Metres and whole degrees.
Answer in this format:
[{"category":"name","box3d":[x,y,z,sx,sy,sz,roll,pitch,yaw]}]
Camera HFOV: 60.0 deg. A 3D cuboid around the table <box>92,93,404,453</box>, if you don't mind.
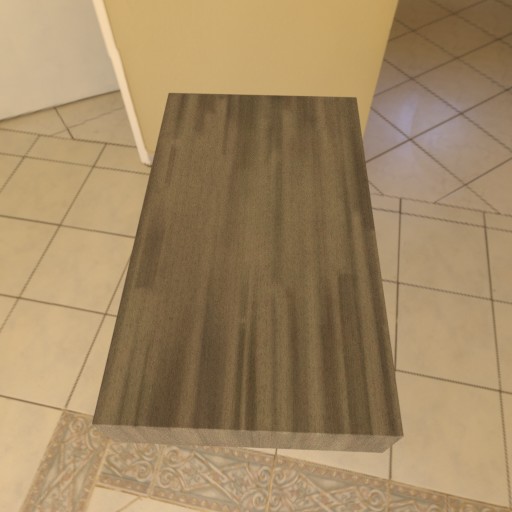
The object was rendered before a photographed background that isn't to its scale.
[{"category":"table","box3d":[0.000,0.000,1.351,0.643,0.347,1.088,2,56,1]}]
